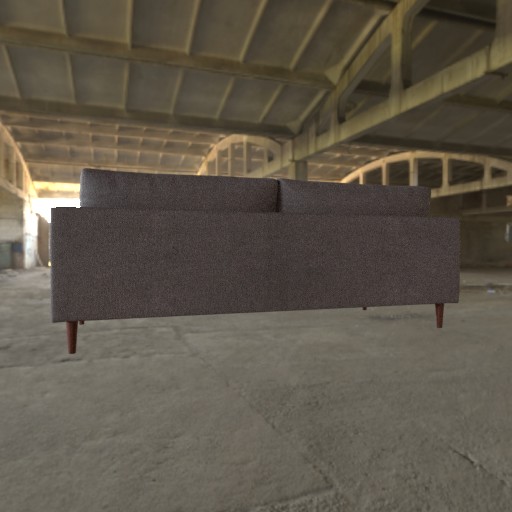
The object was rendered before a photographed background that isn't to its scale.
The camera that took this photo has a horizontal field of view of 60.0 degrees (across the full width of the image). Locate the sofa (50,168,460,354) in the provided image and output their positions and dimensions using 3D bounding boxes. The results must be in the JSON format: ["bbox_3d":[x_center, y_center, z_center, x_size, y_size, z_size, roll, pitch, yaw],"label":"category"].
[{"bbox_3d":[0.000,0.000,2.755,2.250,0.868,1.020,0,1,-19],"label":"sofa"}]
